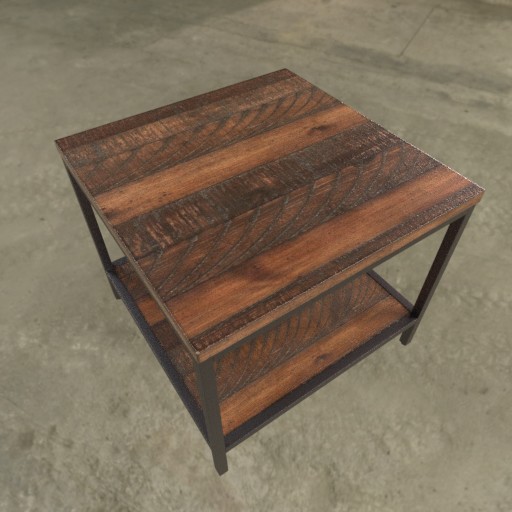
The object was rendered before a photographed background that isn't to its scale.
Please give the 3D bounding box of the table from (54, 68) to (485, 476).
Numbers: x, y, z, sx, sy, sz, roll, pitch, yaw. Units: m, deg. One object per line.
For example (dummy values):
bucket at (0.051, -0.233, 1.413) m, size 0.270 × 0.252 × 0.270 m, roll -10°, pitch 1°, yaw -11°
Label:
table at (0.000, 0.000, 0.963) m, size 0.548 × 0.482 × 0.553 m, roll -27°, pitch 53°, yaw -23°
